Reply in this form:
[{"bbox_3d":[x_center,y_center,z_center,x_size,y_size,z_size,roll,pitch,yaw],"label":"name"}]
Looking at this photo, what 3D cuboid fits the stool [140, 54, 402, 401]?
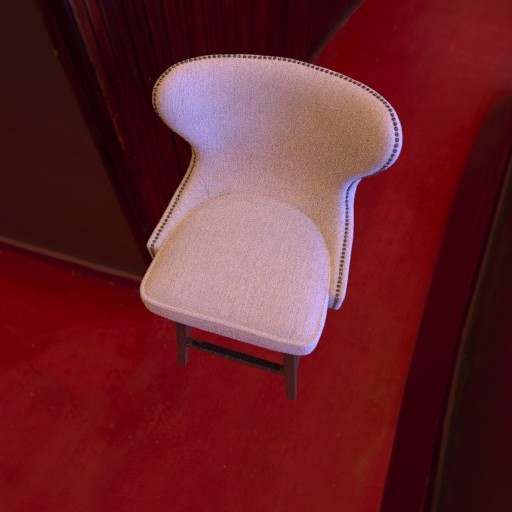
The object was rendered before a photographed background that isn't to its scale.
[{"bbox_3d":[0.000,0.000,1.354,0.615,0.972,0.597,15,60,9],"label":"stool"}]
